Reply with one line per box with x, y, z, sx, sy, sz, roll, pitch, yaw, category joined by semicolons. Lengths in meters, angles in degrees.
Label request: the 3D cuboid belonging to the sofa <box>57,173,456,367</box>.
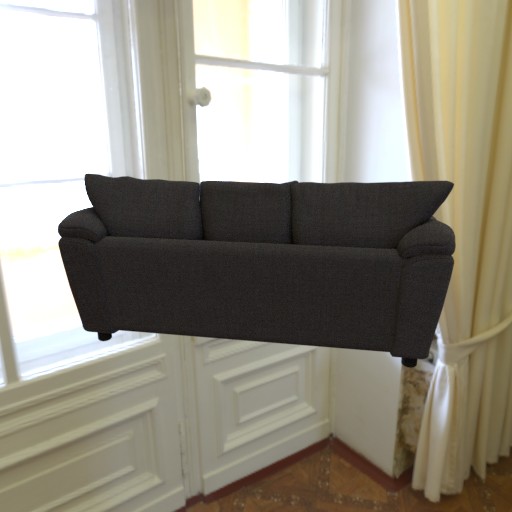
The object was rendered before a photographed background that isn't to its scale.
0.000;0.000;2.892;2.336;1.080;0.883;3;16;10;sofa
